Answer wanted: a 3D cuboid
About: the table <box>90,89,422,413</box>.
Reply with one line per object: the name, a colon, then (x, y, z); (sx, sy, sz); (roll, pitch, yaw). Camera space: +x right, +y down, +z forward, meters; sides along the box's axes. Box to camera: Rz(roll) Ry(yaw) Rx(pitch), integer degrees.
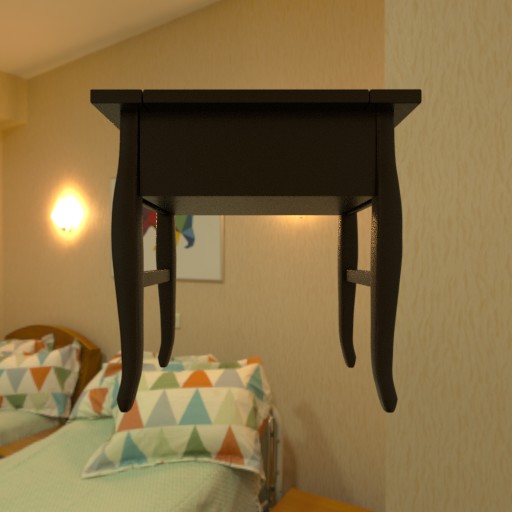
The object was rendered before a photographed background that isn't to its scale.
table: (0.000, 0.000, 1.030); (0.602, 0.604, 0.460); (0, 0, 0)
